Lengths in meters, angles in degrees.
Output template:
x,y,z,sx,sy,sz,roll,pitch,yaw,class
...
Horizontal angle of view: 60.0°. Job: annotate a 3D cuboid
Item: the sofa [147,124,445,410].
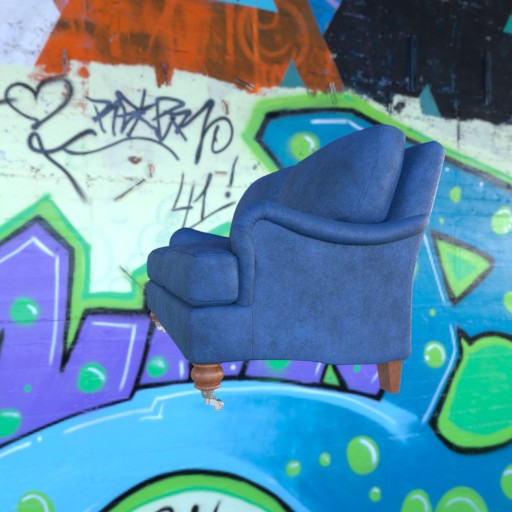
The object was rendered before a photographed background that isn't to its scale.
x,y,z,sx,sy,sz,roll,pitch,yaw,class
0.000,0.000,2.500,1.084,1.101,1.853,0,0,-18,sofa
